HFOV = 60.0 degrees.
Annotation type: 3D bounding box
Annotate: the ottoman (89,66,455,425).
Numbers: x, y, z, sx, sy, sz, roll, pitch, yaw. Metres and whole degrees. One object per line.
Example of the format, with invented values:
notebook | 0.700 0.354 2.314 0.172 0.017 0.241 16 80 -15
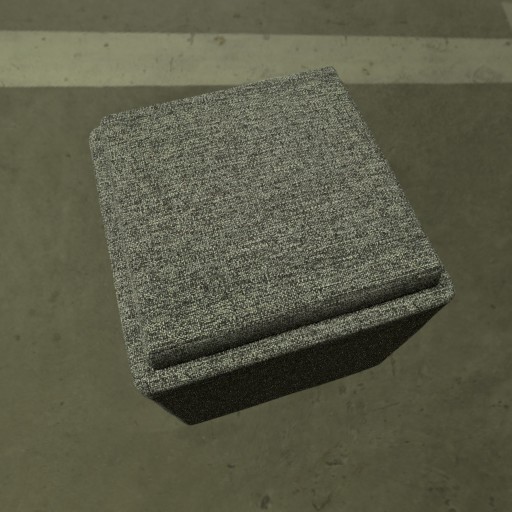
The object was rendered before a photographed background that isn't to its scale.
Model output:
ottoman | 0.000 0.000 0.814 0.450 0.463 0.450 -15 65 -7
